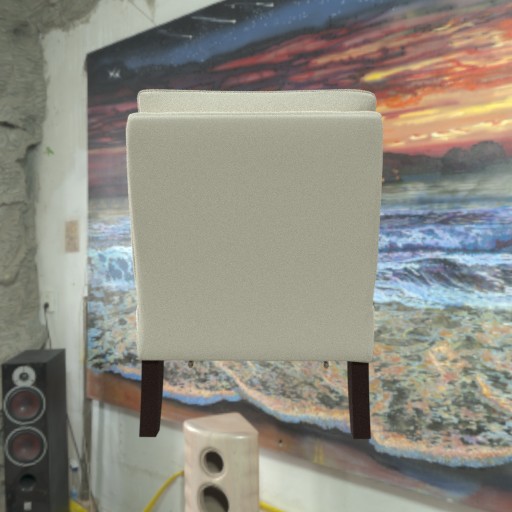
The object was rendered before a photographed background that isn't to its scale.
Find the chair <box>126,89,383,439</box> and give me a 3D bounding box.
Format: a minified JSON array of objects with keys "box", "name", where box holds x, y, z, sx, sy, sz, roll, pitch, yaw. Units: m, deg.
[{"box":[0.000,0.000,1.400,0.630,0.887,0.781,0,1,1],"name":"chair"}]
